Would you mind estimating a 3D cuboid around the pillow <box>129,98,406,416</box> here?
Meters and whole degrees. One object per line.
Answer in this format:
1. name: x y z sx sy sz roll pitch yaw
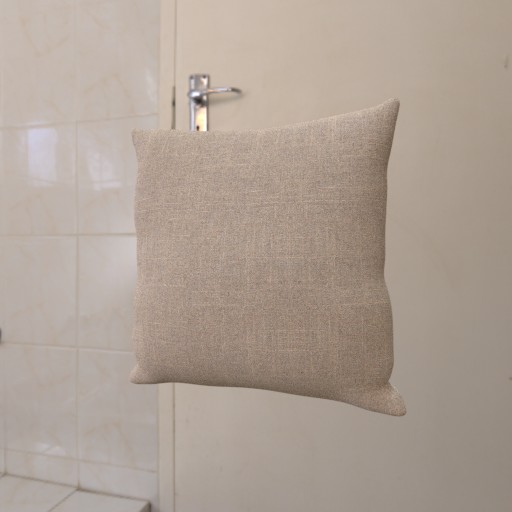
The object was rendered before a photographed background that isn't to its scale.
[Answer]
1. pillow: 0.000 0.000 0.682 0.439 0.440 0.182 0 1 18
